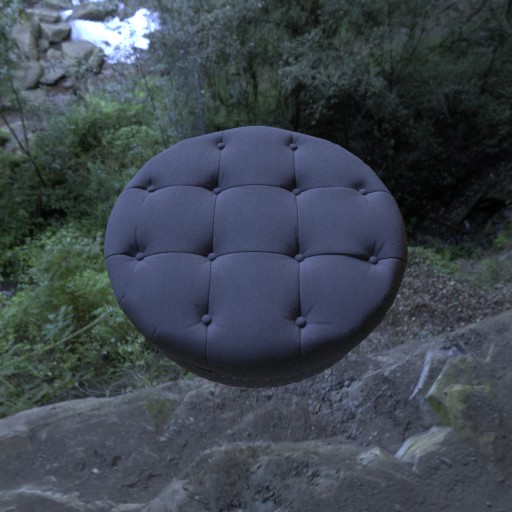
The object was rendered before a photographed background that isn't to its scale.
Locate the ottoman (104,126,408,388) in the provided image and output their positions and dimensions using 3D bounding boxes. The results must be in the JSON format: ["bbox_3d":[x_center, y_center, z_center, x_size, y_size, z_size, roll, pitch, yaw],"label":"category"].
[{"bbox_3d":[0.000,0.000,1.464,0.901,0.439,0.901,0,58,0],"label":"ottoman"}]
